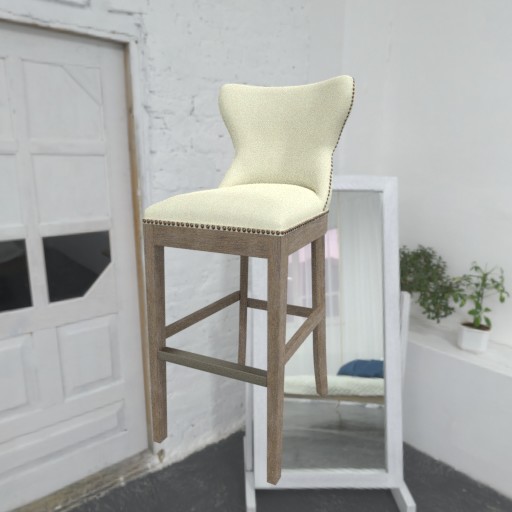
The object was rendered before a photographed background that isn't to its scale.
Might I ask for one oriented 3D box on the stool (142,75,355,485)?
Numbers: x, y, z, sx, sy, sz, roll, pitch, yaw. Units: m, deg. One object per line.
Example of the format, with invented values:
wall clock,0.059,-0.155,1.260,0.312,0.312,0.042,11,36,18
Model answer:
stool,0.000,0.000,1.437,0.494,1.123,0.606,7,15,26
